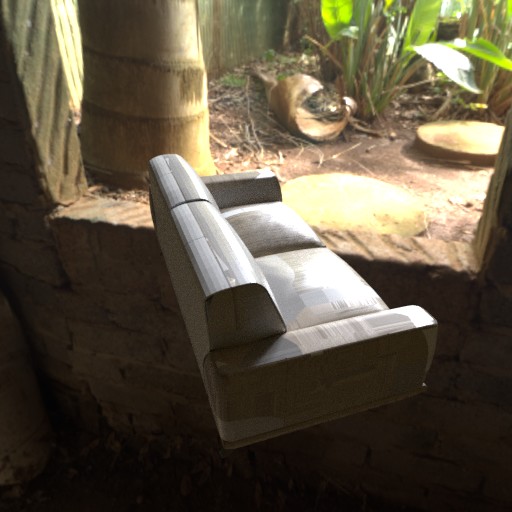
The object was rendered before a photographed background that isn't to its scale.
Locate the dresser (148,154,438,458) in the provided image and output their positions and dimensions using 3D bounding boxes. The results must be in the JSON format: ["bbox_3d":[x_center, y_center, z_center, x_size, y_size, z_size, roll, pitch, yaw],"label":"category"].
[{"bbox_3d":[0.000,0.000,5.902,2.251,1.863,4.679,-10,31,-16],"label":"dresser"}]
